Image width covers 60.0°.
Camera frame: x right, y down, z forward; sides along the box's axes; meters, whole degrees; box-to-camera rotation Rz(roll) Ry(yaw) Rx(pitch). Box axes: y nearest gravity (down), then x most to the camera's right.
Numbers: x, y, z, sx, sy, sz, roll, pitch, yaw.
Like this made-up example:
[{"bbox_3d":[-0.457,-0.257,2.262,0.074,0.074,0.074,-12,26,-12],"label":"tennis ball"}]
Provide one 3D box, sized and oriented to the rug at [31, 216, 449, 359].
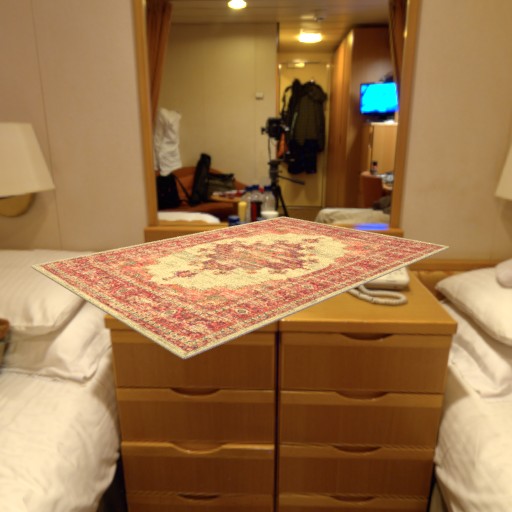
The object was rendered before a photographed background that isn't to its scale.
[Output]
[{"bbox_3d":[0.000,0.000,3.675,2.878,0.014,2.005,-15,22,-42],"label":"rug"}]
